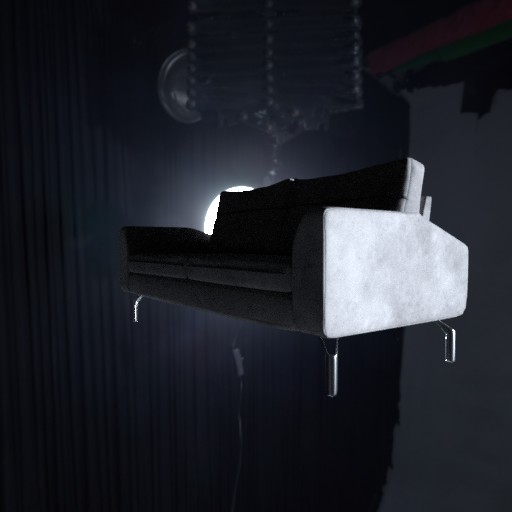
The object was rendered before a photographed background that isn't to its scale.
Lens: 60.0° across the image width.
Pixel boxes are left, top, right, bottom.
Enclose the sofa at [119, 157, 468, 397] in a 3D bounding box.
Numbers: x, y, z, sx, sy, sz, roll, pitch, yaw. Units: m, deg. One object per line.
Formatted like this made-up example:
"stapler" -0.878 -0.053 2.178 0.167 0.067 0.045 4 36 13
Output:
"sofa" 0.000 0.000 2.318 0.849 0.859 1.837 -1 2 -36
